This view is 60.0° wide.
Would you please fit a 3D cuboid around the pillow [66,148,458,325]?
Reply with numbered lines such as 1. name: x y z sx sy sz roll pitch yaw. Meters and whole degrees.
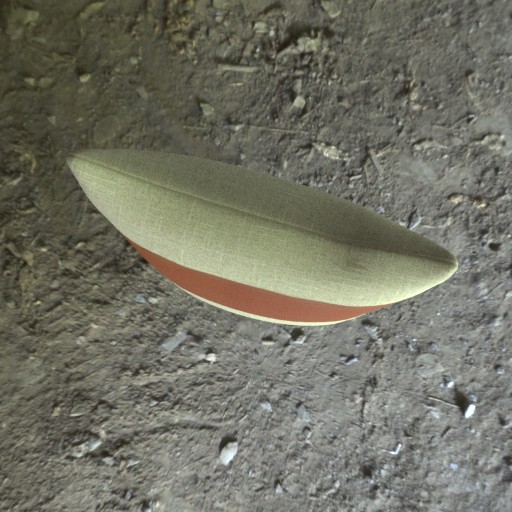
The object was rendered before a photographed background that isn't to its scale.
1. pillow: 0.000 0.000 0.637 0.414 0.399 0.173 16 77 4
